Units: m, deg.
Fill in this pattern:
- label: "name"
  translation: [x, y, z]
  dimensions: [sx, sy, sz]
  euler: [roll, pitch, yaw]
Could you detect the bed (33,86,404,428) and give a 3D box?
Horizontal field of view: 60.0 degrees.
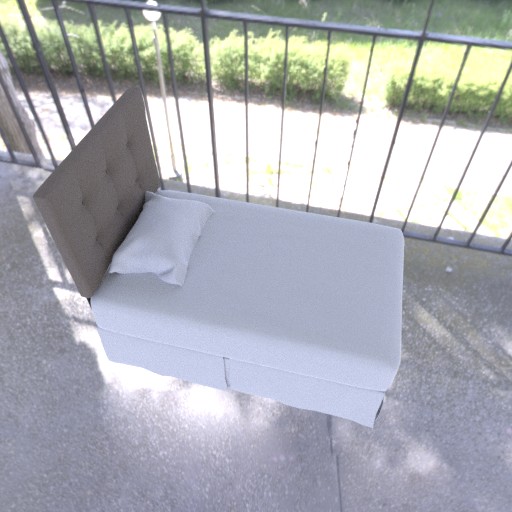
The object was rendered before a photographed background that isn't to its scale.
- label: "bed"
  translation: [0.000, 0.000, 2.929]
  dimensions: [1.997, 1.571, 1.261]
  euler: [10, 49, 9]
